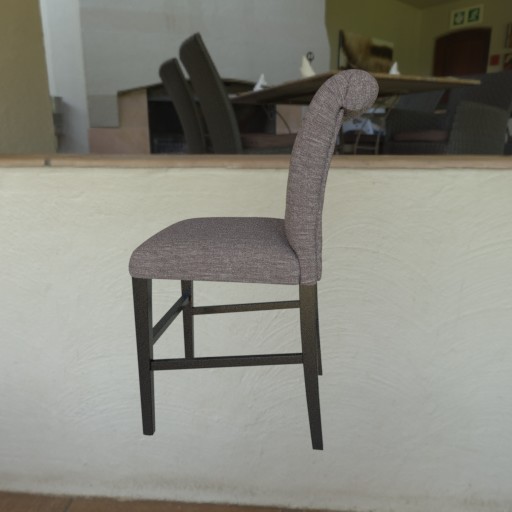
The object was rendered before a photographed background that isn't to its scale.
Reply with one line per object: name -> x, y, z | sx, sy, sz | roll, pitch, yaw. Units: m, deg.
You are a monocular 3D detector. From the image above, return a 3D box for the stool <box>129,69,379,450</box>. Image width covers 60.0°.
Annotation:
stool -> 0.000, 0.000, 1.316 | 0.611, 0.970, 0.457 | 2, 15, 8
